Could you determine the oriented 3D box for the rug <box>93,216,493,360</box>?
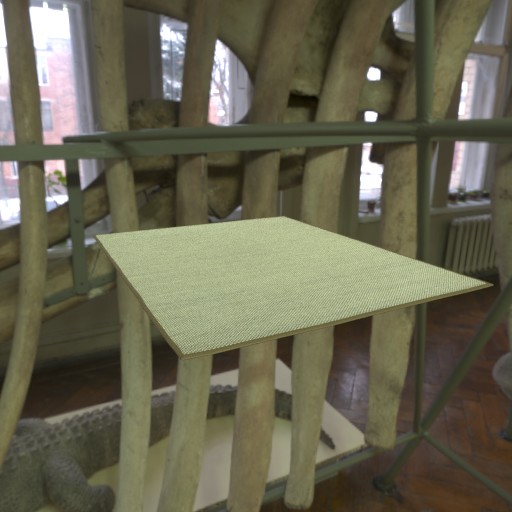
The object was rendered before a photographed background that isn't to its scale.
[{"bbox_3d":[0.000,0.000,4.023,2.413,0.020,3.041,-8,18,-26],"label":"rug"}]
